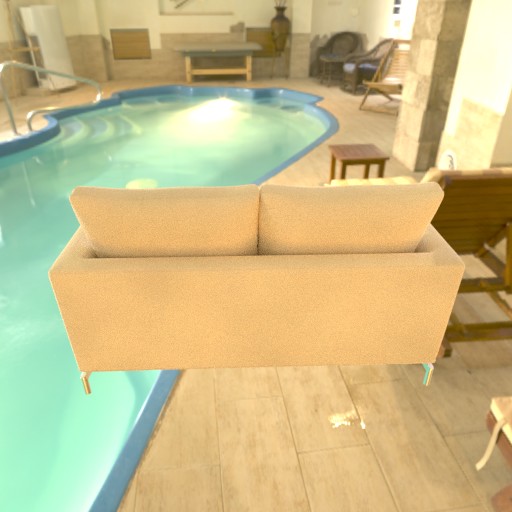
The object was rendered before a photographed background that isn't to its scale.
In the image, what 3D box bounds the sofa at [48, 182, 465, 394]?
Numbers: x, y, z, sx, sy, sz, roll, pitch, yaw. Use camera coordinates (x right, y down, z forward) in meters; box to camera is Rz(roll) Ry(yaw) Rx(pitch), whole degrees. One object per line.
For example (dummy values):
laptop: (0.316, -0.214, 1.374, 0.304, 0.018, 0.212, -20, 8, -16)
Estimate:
sofa: (0.000, 0.000, 2.307, 1.739, 0.995, 0.906, -1, 30, -2)
